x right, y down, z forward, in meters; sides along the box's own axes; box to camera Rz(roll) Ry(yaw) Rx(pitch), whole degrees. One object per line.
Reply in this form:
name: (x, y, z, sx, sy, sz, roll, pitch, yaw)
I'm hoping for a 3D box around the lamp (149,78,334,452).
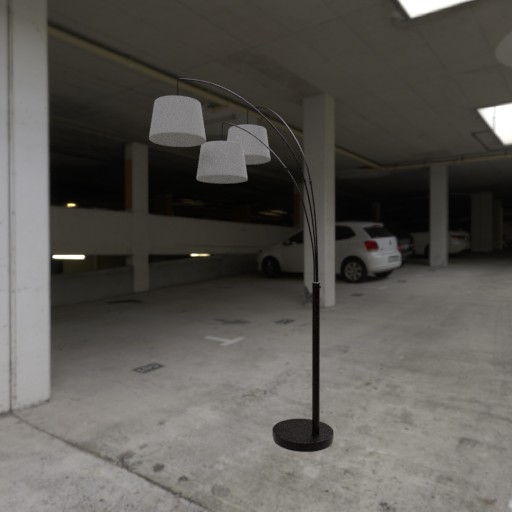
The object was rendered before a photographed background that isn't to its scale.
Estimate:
lamp: (0.000, 0.000, 2.526, 0.924, 1.950, 0.951, 0, 1, 36)
